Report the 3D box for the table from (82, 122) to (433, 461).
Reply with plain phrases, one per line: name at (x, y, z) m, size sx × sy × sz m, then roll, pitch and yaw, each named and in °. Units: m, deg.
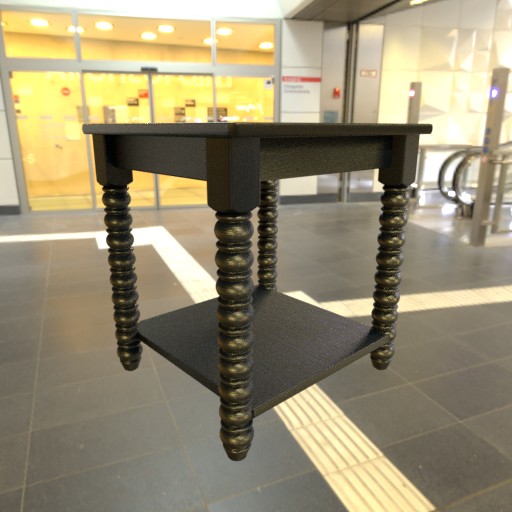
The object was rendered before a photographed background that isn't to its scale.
table at (0.000, 0.000, 0.992) m, size 0.533 × 0.567 × 0.500 m, roll -14°, pitch 21°, yaw -40°
